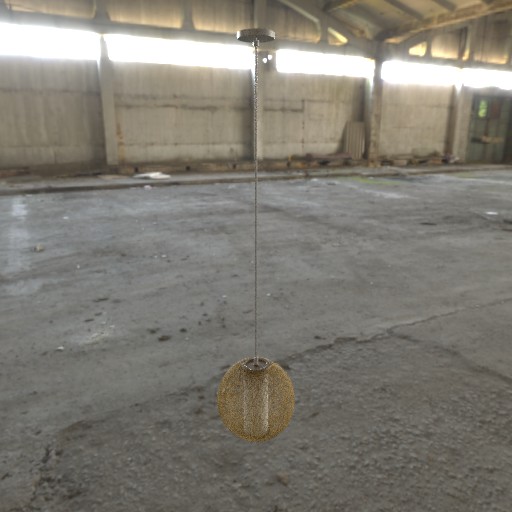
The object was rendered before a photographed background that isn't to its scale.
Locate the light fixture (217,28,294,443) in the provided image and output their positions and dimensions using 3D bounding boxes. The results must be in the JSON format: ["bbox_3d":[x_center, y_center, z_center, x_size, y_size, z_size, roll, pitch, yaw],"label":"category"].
[{"bbox_3d":[0.000,0.000,2.129,0.406,1.955,0.407,-8,17,-26],"label":"light fixture"}]
